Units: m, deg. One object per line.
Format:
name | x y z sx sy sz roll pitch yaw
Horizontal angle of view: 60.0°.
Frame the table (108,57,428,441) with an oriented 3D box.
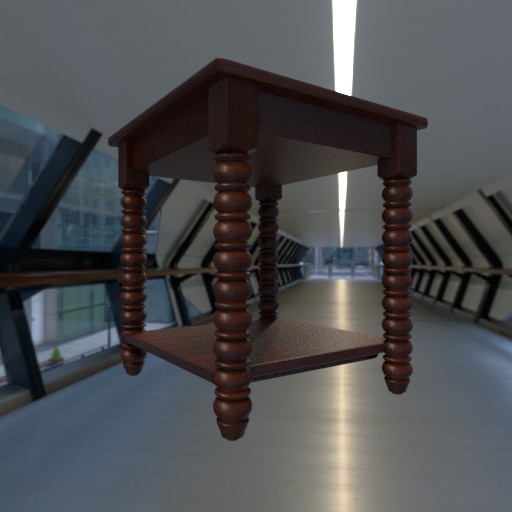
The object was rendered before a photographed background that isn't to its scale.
table | 0.000 0.000 0.987 0.500 0.567 0.533 0 0 -35
